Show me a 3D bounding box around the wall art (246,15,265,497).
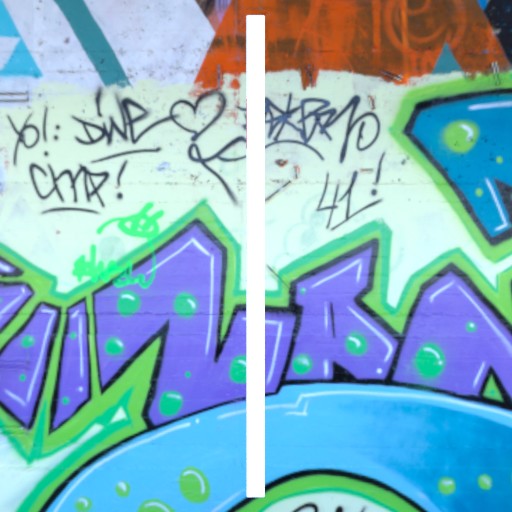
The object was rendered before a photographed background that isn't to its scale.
[{"bbox_3d":[0.000,0.000,1.578,0.046,1.221,0.914,0,0,0],"label":"wall art"}]
